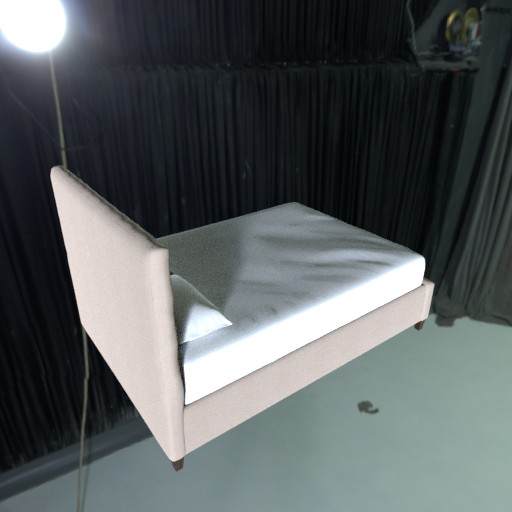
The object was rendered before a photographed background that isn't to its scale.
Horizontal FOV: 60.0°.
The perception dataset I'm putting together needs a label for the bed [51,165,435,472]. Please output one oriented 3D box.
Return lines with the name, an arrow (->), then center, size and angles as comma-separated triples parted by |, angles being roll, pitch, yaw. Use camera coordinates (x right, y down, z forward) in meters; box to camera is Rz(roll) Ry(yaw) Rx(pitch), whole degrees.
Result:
bed -> 0.000, 0.000, 3.434 | 2.387, 1.427, 1.698 | -18, 32, -32
